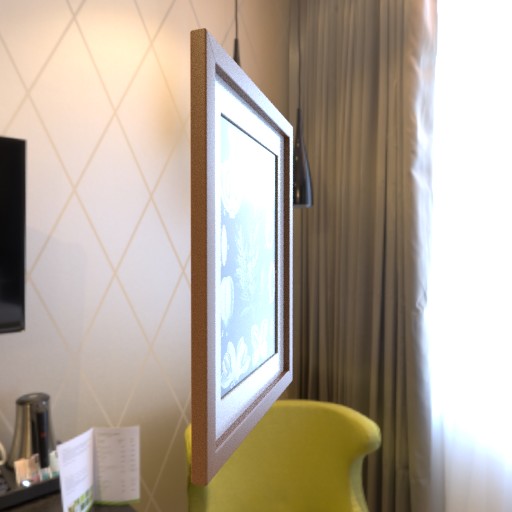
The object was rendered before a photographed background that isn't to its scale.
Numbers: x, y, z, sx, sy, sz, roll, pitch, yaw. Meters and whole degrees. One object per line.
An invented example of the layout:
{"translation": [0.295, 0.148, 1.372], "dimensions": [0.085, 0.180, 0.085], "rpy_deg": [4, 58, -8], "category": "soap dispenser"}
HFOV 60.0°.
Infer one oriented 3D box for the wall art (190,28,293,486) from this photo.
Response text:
{"translation": [0.000, 0.000, 0.515], "dimensions": [0.015, 0.379, 0.310], "rpy_deg": [0, 1, 18], "category": "wall art"}
